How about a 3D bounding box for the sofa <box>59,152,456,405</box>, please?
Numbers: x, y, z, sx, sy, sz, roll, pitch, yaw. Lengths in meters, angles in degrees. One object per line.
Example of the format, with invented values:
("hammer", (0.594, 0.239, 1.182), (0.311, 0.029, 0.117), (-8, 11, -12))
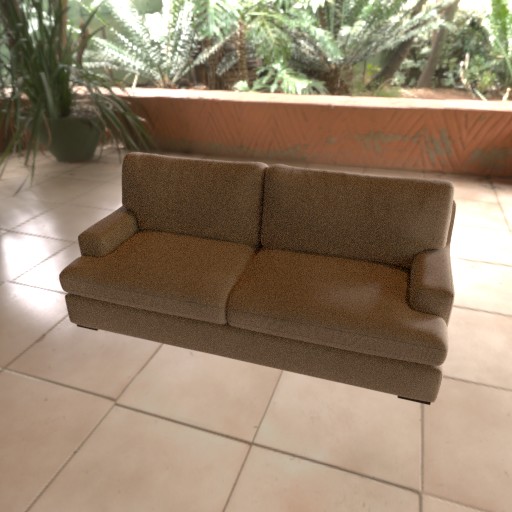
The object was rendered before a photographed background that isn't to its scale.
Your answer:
("sofa", (0.000, 0.000, 2.596), (2.147, 0.925, 0.929), (9, 29, 16))
